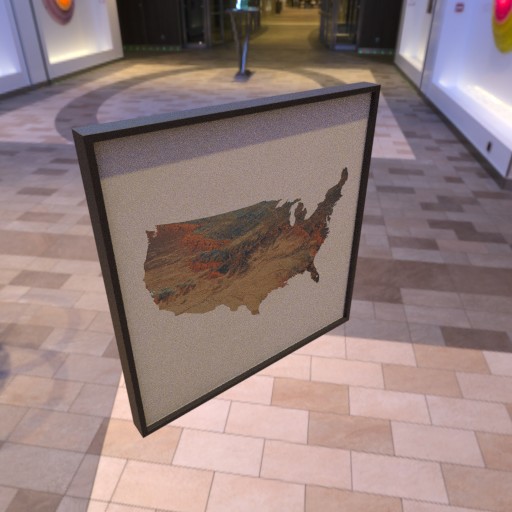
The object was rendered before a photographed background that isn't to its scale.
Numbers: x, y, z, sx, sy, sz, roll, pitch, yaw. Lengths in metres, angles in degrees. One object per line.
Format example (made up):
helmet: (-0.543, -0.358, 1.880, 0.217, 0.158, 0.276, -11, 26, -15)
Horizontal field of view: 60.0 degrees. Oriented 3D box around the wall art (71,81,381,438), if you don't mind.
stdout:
wall art: (0.000, 0.000, 0.758, 0.507, 0.507, 0.038, -22, 37, -32)
